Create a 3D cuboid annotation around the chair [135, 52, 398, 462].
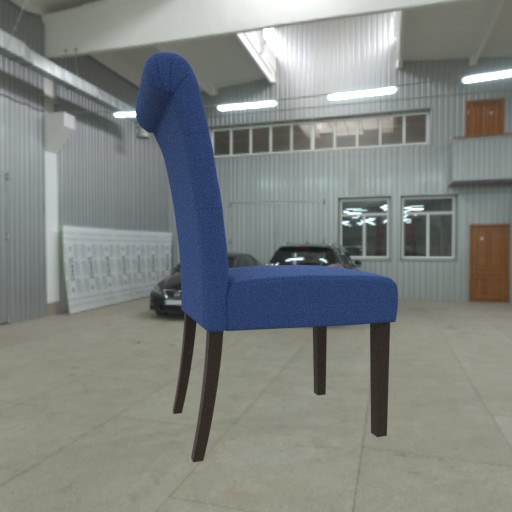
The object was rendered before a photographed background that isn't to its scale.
[{"bbox_3d":[0.000,0.000,1.322,0.671,1.006,0.456,0,1,-19],"label":"chair"}]
